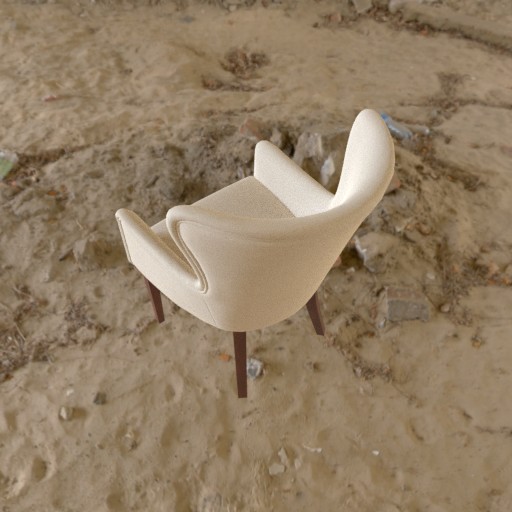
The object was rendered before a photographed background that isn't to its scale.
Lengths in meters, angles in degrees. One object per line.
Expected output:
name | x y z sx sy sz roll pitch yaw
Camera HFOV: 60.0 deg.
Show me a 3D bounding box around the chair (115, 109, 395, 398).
chair | 0.000 0.000 1.543 0.696 0.990 0.744 -32 55 -26
